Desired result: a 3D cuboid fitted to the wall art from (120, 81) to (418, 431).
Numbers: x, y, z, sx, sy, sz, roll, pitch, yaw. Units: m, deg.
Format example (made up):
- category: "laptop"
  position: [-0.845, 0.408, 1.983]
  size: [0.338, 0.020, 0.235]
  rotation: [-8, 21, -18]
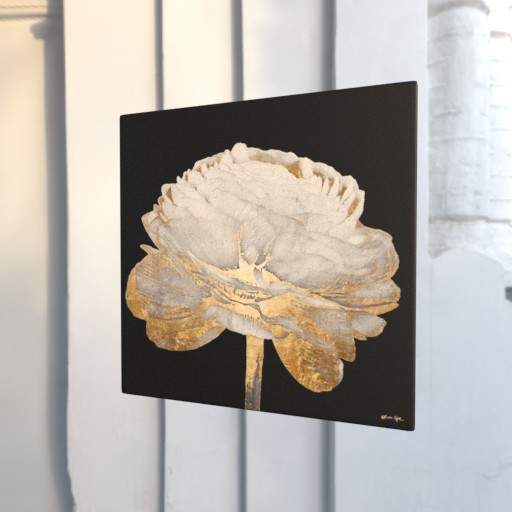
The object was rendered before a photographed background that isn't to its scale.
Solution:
- category: "wall art"
  position: [0.000, 0.000, 0.597]
  size: [0.406, 0.407, 0.041]
  rotation: [0, 1, 19]
